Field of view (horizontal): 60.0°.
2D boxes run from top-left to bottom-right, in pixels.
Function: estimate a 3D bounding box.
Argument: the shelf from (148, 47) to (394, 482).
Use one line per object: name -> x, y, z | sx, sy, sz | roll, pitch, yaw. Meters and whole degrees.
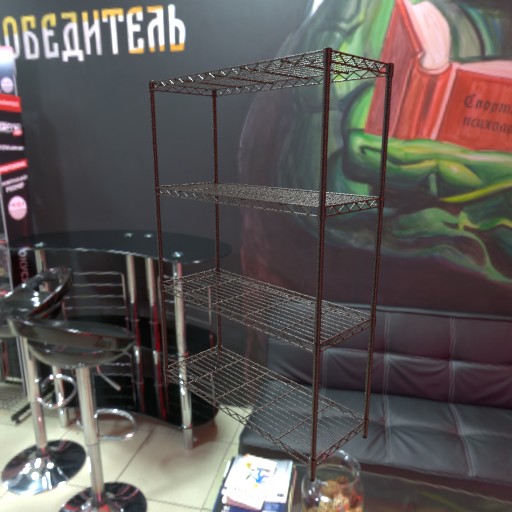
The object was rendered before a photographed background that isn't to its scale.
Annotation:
shelf -> 0.000, 0.000, 1.765 | 0.352, 1.361, 0.907 | -13, 19, -43
